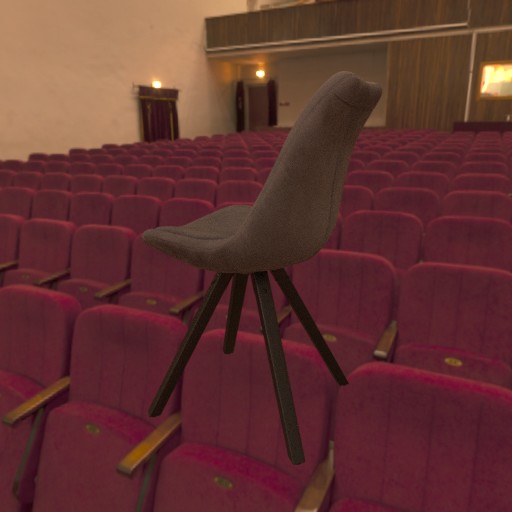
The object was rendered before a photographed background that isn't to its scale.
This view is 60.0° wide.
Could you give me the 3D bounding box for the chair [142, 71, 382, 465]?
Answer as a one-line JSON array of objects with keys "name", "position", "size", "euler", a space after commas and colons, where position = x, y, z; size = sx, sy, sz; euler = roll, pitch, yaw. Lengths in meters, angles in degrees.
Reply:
[{"name": "chair", "position": [0.000, 0.000, 1.165], "size": [0.550, 0.850, 0.476], "euler": [8, 17, 26]}]
